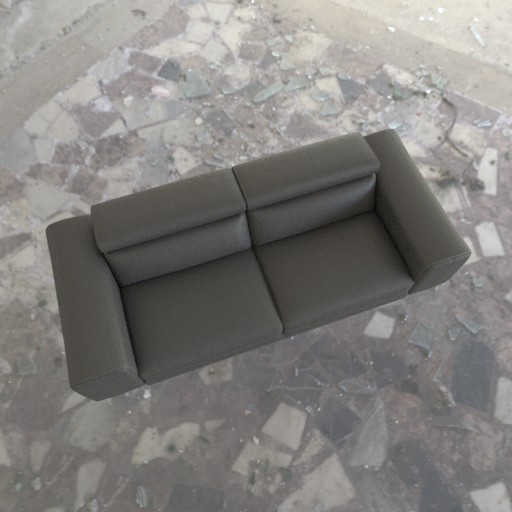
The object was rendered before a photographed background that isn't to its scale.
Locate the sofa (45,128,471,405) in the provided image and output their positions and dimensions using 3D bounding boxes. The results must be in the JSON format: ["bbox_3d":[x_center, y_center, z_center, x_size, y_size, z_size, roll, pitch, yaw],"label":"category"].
[{"bbox_3d":[0.000,0.000,2.756,2.321,0.759,1.023,-17,65,-8],"label":"sofa"}]
